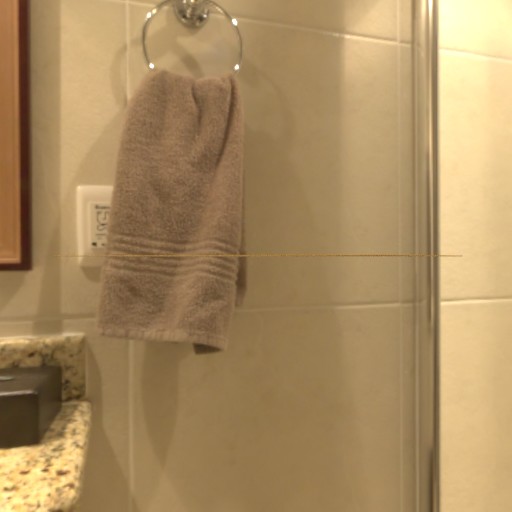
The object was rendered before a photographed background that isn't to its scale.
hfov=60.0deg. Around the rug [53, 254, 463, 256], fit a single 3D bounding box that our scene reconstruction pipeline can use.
[{"bbox_3d":[0.000,0.000,3.796,2.895,0.006,1.981,0,0,35],"label":"rug"}]
